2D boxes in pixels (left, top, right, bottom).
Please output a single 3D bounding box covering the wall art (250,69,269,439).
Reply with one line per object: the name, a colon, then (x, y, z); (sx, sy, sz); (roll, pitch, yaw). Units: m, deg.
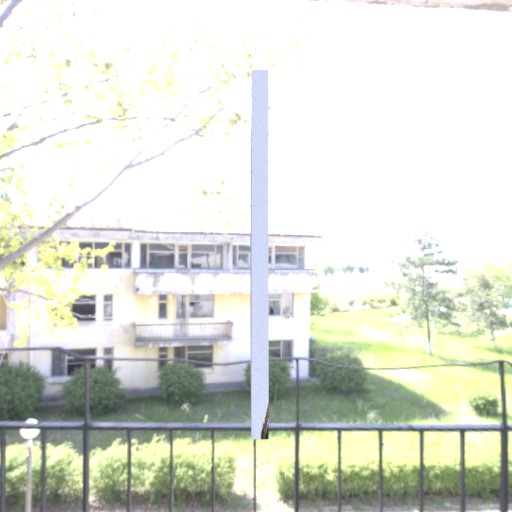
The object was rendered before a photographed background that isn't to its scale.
wall art: (0.000, 0.000, 1.489); (0.038, 0.767, 1.144); (0, 0, -1)
